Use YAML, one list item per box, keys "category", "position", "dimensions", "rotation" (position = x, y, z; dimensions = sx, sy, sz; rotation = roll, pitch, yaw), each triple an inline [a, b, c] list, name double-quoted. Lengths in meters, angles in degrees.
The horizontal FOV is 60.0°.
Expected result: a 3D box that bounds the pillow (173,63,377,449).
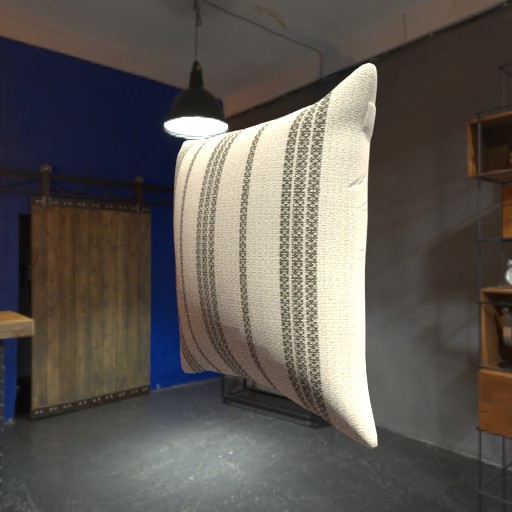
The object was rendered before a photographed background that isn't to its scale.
- category: "pillow"
  position: [0.000, 0.000, 0.623]
  dimensions: [0.173, 0.406, 0.405]
  rotation: [0, -1, -38]
